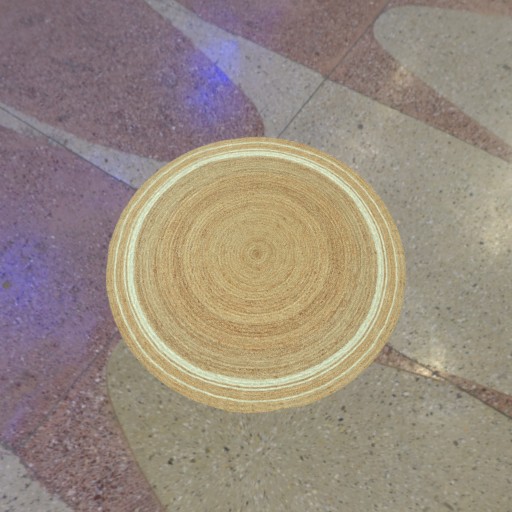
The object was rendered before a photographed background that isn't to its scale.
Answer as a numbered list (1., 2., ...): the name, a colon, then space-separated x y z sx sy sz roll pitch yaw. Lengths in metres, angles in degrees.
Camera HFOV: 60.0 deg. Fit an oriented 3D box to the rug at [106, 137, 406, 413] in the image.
1. rug: 0.000 0.000 3.652 2.444 0.015 2.444 0 66 0
